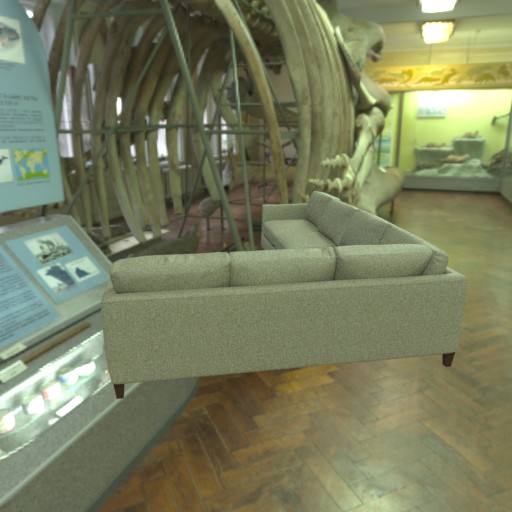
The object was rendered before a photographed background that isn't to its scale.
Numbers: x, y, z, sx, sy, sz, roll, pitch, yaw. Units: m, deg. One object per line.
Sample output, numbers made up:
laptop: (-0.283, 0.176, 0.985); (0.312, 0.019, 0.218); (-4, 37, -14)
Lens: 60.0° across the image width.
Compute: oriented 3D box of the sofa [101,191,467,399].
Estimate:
sofa: (0.000, 0.000, 4.587); (2.593, 0.947, 3.302); (-3, 17, -9)
